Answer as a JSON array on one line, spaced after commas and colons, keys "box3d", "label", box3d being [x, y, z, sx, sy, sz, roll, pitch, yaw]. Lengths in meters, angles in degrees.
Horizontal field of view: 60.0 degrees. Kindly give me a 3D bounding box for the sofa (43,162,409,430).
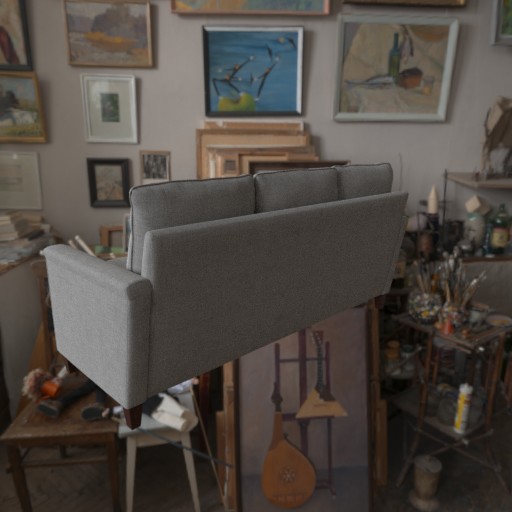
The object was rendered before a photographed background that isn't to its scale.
[{"box3d": [0.000, 0.000, 2.401, 1.925, 0.959, 0.828, -14, 20, -42], "label": "sofa"}]
